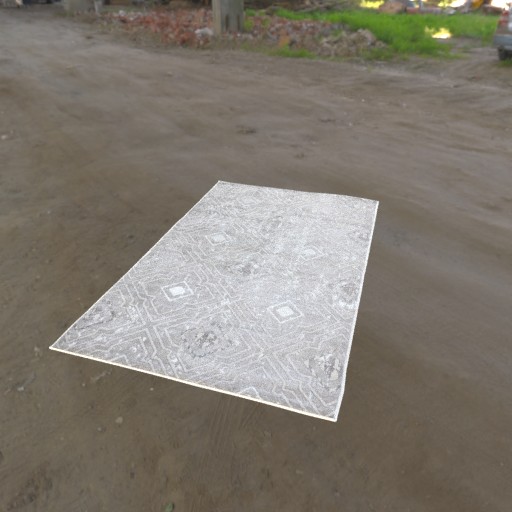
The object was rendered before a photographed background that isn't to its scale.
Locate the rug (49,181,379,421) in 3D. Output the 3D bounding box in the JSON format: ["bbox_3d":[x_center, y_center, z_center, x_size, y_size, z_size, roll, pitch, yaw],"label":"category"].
[{"bbox_3d":[0.000,0.000,3.150,1.537,0.036,2.447,9,33,15],"label":"rug"}]
